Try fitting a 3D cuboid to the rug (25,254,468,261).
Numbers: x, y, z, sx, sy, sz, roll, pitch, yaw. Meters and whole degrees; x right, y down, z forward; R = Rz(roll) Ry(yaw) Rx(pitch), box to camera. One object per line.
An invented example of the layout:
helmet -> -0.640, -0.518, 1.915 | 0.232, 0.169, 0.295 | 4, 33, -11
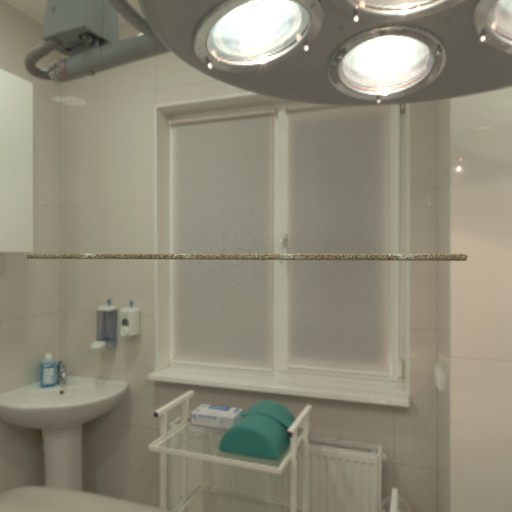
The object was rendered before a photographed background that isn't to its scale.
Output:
rug -> 0.000, 0.000, 2.987 | 2.438, 0.030, 1.524 | 0, 0, 20
